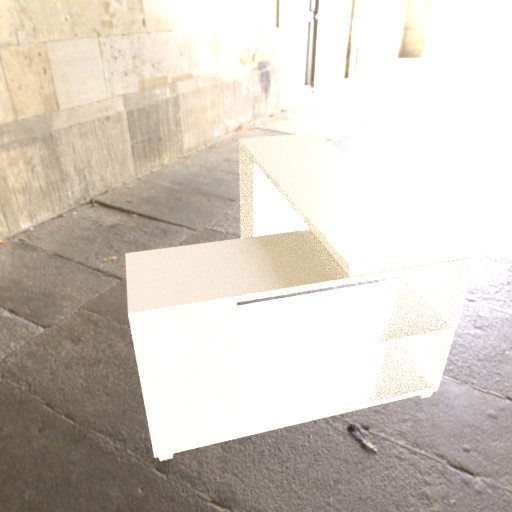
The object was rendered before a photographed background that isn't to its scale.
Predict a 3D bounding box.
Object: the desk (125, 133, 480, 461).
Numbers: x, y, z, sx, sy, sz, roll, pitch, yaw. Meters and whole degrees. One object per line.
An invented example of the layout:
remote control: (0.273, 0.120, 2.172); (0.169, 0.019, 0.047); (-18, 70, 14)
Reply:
desk: (0.000, 0.000, 2.231); (1.199, 0.759, 1.524); (-8, 31, -13)
